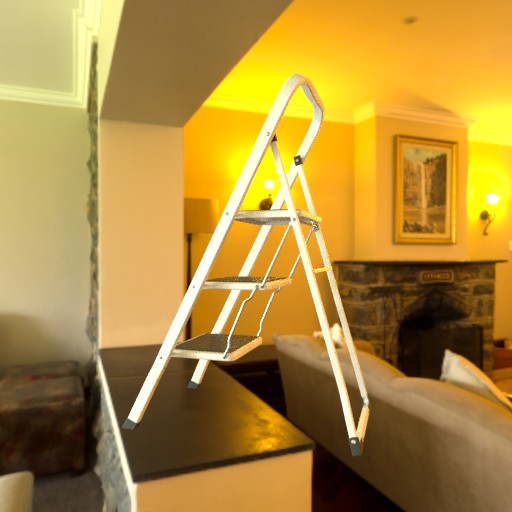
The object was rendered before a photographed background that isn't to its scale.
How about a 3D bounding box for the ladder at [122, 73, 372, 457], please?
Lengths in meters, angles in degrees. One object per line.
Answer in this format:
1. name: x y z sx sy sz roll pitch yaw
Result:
1. ladder: 0.000 0.000 1.455 0.711 1.050 0.460 0 0 18
